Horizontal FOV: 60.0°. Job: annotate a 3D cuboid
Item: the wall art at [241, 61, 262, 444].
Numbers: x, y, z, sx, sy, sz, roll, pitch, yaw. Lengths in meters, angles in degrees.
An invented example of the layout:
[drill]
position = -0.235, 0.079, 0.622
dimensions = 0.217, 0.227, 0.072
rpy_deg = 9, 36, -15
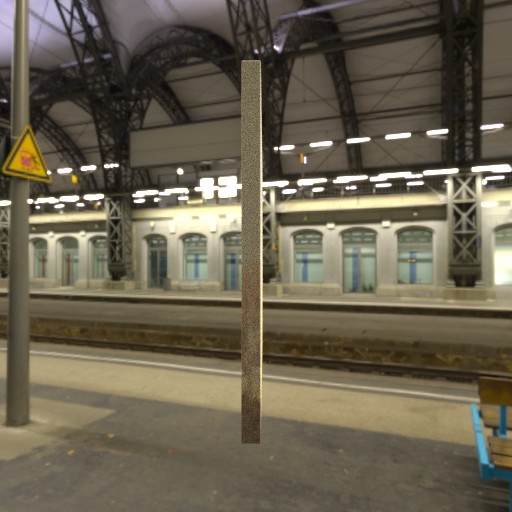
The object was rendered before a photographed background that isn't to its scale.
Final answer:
[wall art]
position = 0.000, 0.000, 1.446
dimensions = 0.041, 0.758, 1.142
rpy_deg = 0, -1, 1
